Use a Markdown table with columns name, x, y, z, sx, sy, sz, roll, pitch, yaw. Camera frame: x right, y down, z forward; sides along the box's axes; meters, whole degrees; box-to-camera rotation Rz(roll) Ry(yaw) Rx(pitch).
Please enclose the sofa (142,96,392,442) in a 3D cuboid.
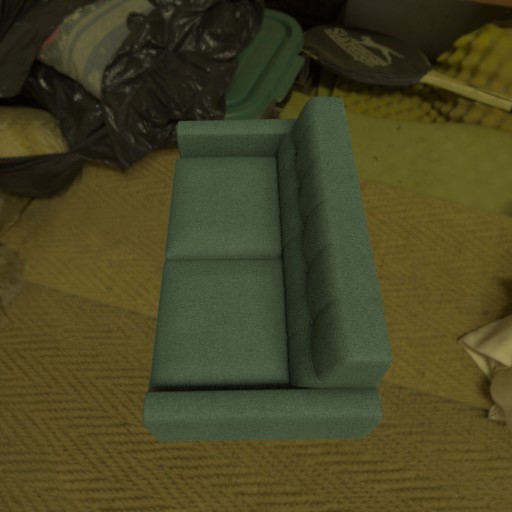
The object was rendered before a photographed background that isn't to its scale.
| name | x | y | z | sx | sy | sz | roll | pitch | yaw |
| --- | --- | --- | --- | --- | --- | --- | --- | --- | --- |
| sofa | 0.000 | 0.000 | 2.167 | 0.909 | 0.841 | 1.631 | -1 | 57 | 0 |
